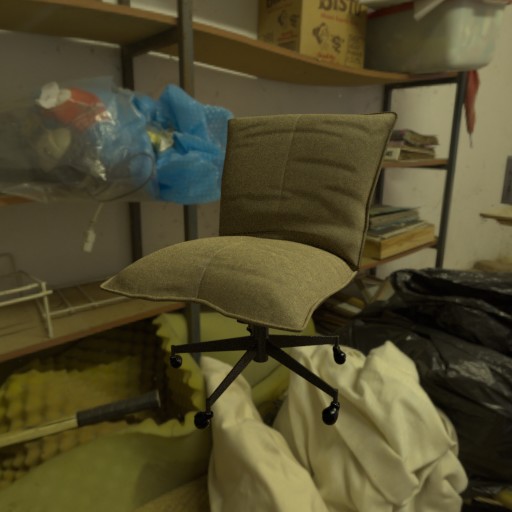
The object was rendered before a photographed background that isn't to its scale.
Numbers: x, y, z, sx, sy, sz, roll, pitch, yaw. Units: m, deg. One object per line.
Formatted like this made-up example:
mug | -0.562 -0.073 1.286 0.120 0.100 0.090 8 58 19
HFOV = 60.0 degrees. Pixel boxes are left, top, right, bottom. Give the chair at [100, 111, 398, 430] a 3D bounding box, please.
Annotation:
chair | 0.000 0.000 1.278 0.597 0.811 0.696 8 17 28
